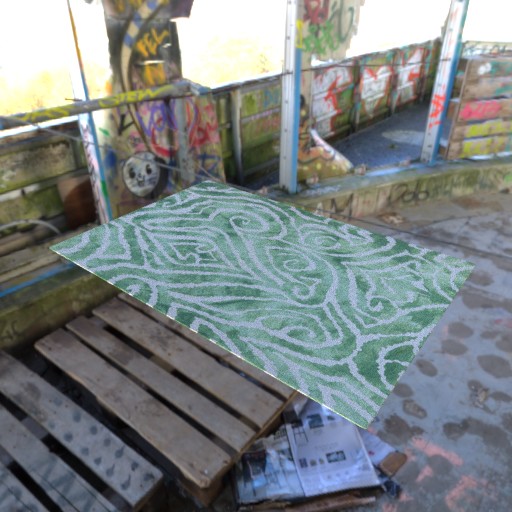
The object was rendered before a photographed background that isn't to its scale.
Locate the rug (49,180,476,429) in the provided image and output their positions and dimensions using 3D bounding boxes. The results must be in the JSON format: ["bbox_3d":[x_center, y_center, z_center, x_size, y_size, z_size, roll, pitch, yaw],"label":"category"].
[{"bbox_3d":[0.000,0.000,2.274,1.826,0.006,1.220,22,38,32],"label":"rug"}]
